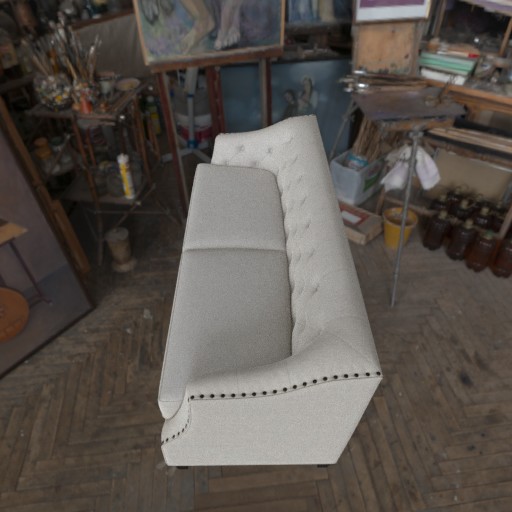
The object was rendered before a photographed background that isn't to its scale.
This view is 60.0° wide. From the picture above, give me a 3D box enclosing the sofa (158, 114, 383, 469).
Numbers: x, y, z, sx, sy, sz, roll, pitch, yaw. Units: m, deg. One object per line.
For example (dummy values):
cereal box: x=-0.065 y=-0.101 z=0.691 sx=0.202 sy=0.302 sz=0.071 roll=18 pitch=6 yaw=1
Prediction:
sofa: x=0.000 y=0.000 z=2.710 sx=0.914 sy=0.901 sz=2.235 roll=0 pitch=42 yaw=-1
